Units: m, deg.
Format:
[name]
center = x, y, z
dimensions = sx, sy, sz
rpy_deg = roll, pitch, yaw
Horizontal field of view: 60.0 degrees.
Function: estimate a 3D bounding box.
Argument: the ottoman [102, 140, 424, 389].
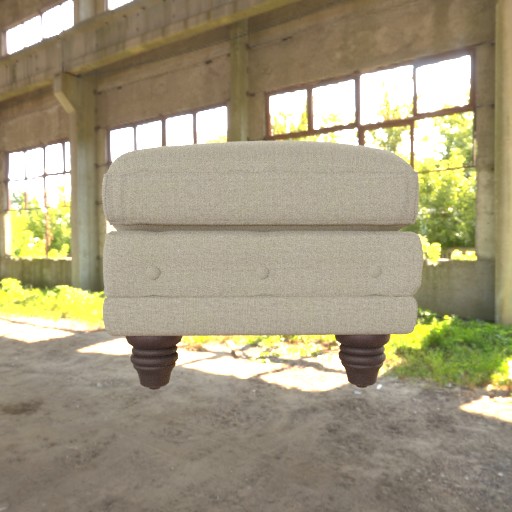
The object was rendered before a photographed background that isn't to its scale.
[ottoman]
center = 0.000, 0.000, 1.050
dimensions = 0.541, 0.463, 0.684
rpy_deg = 0, 1, -2
